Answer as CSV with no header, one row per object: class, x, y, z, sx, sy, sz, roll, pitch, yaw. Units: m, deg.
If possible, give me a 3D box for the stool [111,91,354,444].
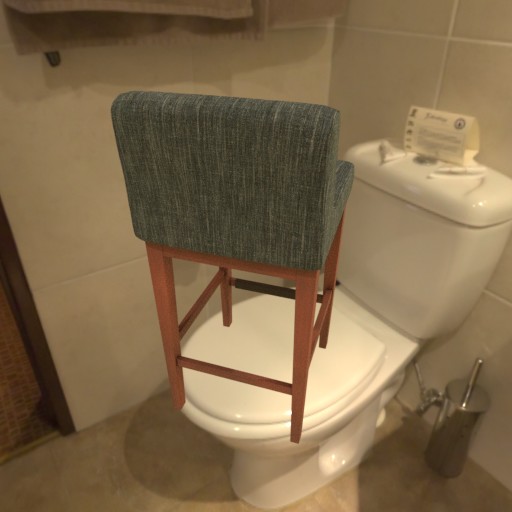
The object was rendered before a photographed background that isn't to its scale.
stool,0.000,0.000,1.102,0.395,0.835,0.459,10,33,16
